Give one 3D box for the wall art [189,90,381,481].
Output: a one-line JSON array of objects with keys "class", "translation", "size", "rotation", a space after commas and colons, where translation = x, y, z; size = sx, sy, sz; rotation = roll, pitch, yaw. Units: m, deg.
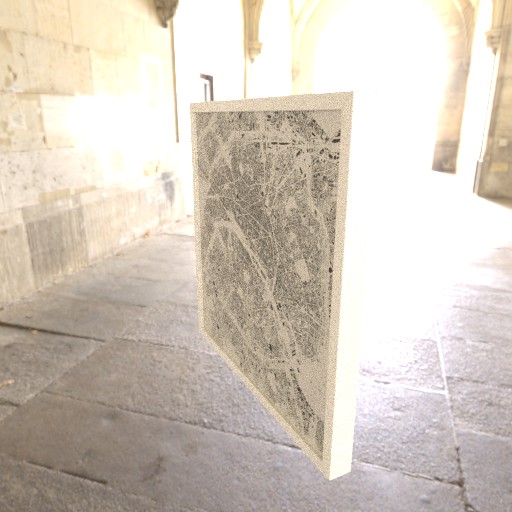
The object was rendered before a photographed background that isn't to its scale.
[{"class": "wall art", "translation": [0.000, 0.000, 0.759], "size": [0.038, 0.508, 0.508], "rotation": [-9, 20, -26]}]
